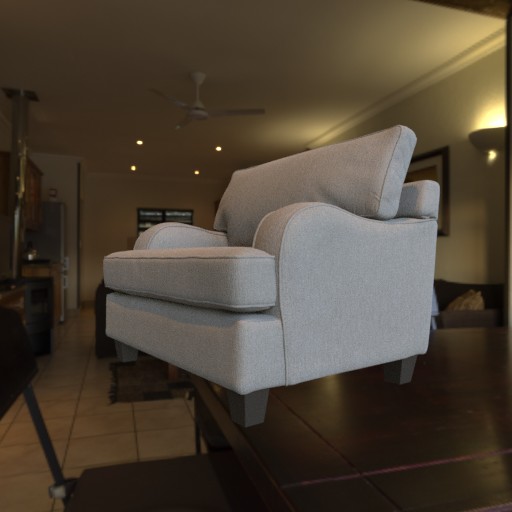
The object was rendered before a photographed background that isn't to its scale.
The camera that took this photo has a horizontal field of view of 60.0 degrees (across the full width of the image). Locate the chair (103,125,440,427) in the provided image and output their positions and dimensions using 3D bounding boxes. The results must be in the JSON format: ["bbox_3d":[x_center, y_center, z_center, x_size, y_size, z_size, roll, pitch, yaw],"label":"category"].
[{"bbox_3d":[0.000,0.000,2.003,1.041,1.016,1.220,0,0,-36],"label":"chair"}]
